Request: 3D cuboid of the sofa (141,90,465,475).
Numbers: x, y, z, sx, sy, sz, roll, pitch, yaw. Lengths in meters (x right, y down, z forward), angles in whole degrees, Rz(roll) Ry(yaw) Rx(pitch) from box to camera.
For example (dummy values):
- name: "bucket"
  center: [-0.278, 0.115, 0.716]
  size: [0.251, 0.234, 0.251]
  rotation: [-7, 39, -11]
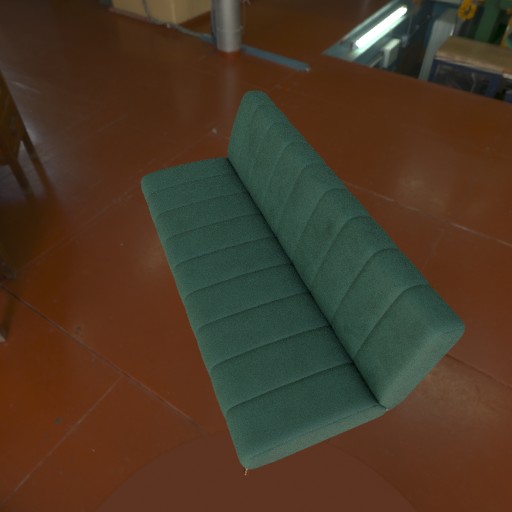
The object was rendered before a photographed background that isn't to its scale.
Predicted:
- name: "sofa"
  center: [0.000, 0.000, 2.237]
  size: [0.830, 0.820, 1.810]
  rotation: [-16, 49, -15]
